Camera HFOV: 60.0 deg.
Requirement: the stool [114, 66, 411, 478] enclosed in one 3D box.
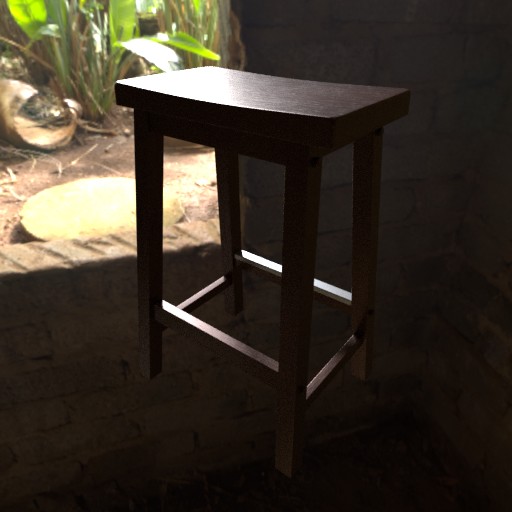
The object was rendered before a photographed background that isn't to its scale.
[{"bbox_3d":[0.000,0.000,0.836,0.406,0.610,0.322,22,37,32],"label":"stool"}]
